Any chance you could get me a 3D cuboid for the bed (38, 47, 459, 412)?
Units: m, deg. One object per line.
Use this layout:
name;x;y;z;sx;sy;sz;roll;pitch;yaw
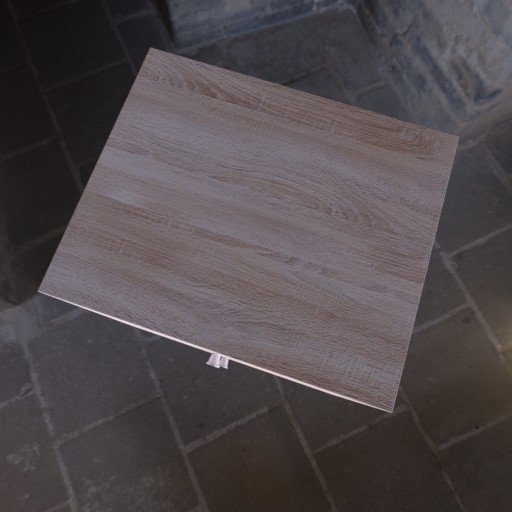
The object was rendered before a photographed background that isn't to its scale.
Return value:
bed;0.000;0.000;0.787;0.460;0.420;0.401;18;76;5
